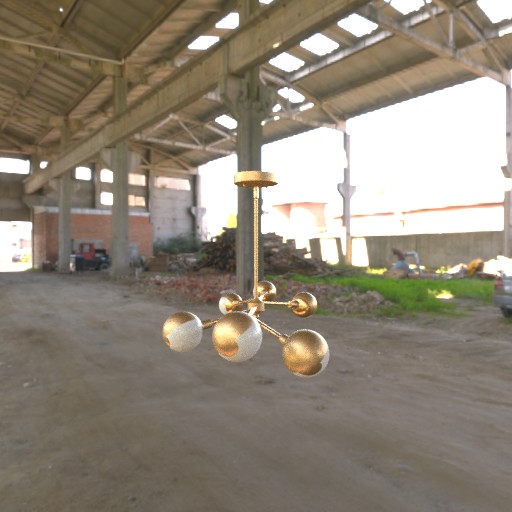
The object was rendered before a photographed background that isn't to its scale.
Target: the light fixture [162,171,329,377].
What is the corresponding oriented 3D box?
[{"bbox_3d":[0.000,0.000,0.993,0.434,0.362,0.778,0,0,20],"label":"light fixture"}]
